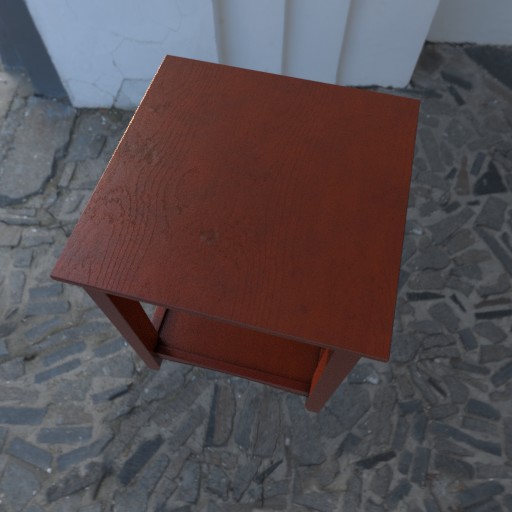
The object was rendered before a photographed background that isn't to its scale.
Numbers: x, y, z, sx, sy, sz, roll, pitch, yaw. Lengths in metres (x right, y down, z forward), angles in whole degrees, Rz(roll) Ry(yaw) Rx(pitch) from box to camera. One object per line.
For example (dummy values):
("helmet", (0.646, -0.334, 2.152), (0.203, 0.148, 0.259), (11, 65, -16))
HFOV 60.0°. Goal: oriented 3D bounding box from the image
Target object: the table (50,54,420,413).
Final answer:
("table", (0.000, 0.000, 0.983), (0.522, 0.558, 0.523), (15, 63, 8))
